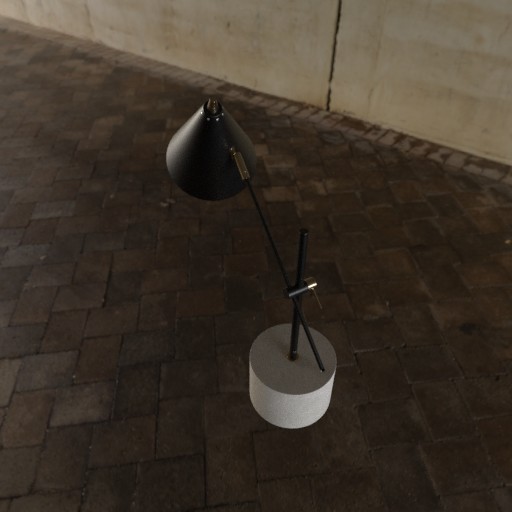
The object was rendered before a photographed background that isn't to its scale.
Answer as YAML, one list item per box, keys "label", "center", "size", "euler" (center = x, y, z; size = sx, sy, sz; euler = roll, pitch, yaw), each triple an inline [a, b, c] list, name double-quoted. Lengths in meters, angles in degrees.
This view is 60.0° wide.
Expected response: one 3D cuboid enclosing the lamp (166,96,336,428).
- label: "lamp"
  center: [0.000, 0.000, 0.739]
  size: [0.214, 0.518, 0.403]
  euler: [-13, 42, -14]
